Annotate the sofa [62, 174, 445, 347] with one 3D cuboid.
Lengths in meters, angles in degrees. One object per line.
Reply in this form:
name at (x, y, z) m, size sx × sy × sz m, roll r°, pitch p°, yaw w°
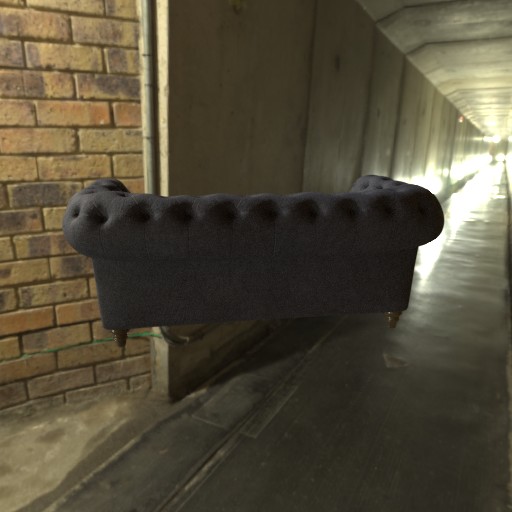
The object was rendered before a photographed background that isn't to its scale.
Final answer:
sofa at (0.000, 0.000, 2.521) m, size 1.988 × 0.833 × 1.082 m, roll -2°, pitch 15°, yaw -9°
